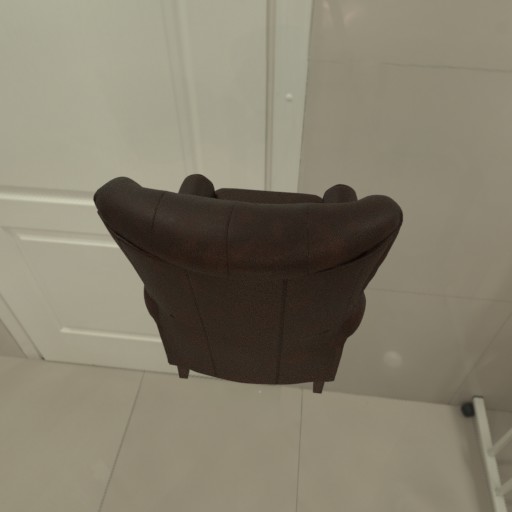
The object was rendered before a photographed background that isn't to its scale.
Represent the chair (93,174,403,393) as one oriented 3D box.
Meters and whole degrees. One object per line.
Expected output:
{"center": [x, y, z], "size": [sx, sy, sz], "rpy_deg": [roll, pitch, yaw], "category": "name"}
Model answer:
{"center": [0.000, 0.000, 1.899], "size": [0.948, 1.158, 1.058], "rpy_deg": [5, 46, 5], "category": "chair"}
